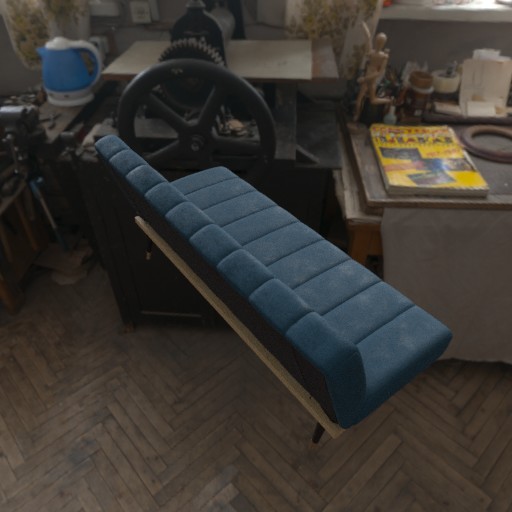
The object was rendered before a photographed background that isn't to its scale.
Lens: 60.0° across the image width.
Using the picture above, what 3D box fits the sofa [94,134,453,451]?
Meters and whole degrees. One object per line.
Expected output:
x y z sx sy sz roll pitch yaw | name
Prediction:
0.000 0.000 2.256 0.830 0.825 1.810 -26 47 -27 | sofa
